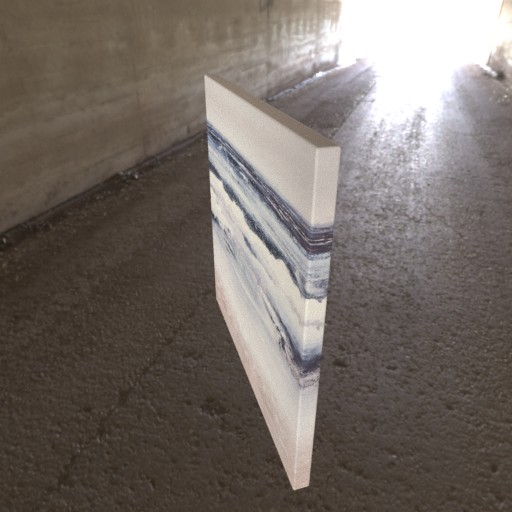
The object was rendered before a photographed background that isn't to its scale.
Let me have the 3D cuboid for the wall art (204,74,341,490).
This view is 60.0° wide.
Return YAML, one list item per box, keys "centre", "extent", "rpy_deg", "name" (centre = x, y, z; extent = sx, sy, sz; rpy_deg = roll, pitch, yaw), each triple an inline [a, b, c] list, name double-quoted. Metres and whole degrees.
- centre: [0.000, 0.000, 1.094]
  extent: [0.065, 0.747, 0.755]
  rpy_deg: [-9, 31, -15]
  name: "wall art"
